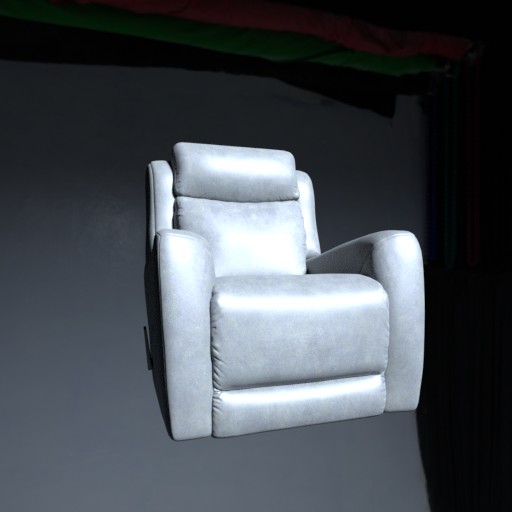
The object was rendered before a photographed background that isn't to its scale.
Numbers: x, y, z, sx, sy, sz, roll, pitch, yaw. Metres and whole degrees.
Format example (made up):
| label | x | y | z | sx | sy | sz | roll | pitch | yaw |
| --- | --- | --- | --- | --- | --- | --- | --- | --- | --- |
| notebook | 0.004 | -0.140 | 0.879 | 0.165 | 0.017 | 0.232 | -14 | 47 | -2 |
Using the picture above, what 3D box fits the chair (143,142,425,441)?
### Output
| label | x | y | z | sx | sy | sz | roll | pitch | yaw |
| --- | --- | --- | --- | --- | --- | --- | --- | --- | --- |
| chair | 0.000 | 0.000 | 1.903 | 0.967 | 1.116 | 1.068 | 0 | 0 | -18 |
